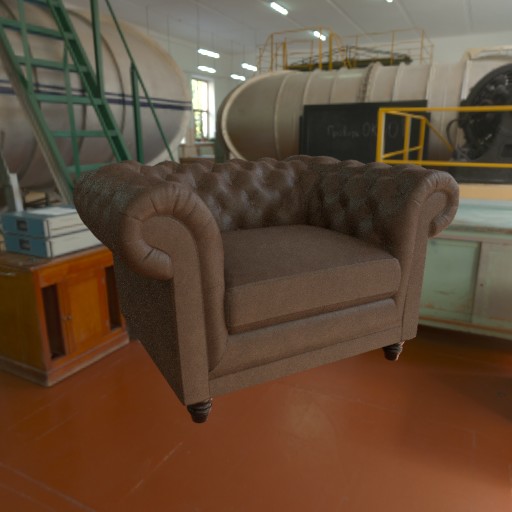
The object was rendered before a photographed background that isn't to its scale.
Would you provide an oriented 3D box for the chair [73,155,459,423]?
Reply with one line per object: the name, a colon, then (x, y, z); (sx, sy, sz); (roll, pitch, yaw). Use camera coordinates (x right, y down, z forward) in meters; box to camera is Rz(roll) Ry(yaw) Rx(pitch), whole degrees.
chair: (0.000, 0.000, 1.845); (1.298, 0.784, 0.954); (-8, 17, -28)
